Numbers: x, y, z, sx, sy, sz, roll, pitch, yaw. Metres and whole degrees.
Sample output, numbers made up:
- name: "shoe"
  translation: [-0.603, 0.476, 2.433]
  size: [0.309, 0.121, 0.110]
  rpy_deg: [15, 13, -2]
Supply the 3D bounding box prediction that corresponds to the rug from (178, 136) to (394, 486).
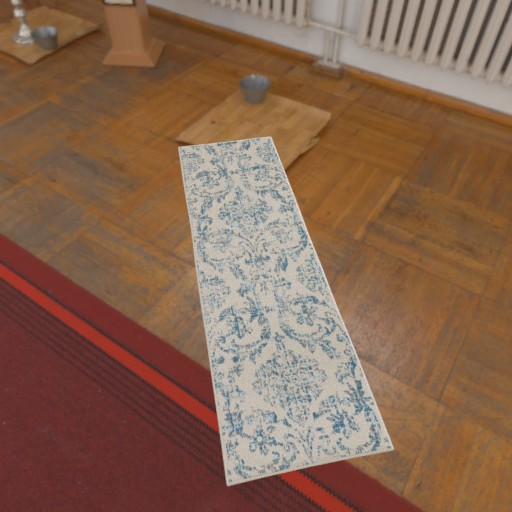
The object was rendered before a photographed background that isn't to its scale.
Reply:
- name: "rug"
  translation: [0.000, 0.000, 2.401]
  size: [0.662, 0.011, 2.196]
  rpy_deg: [-9, 49, -8]
